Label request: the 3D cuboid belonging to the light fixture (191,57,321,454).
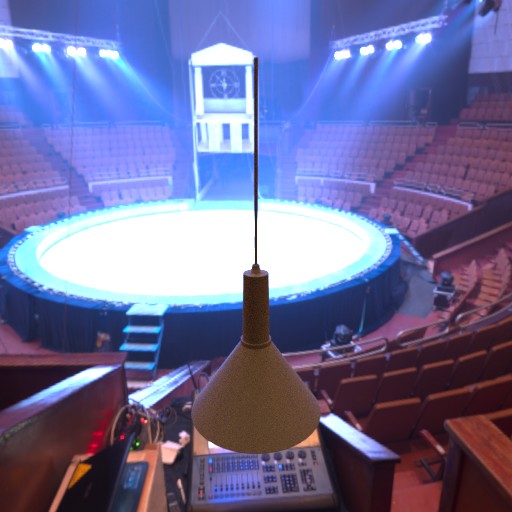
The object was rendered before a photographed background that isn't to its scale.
[{"bbox_3d":[0.000,0.000,0.828,0.267,0.683,0.267,-3,17,-10],"label":"light fixture"}]
